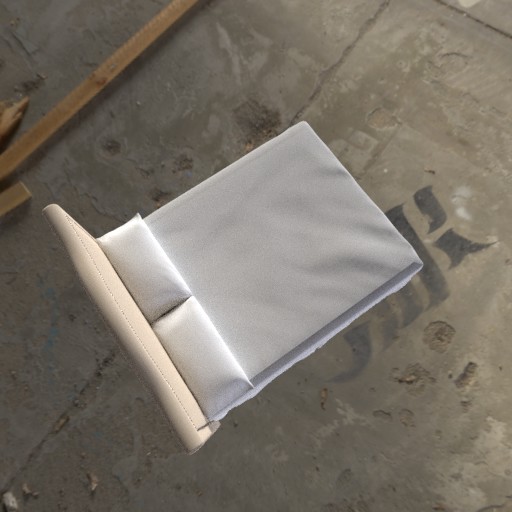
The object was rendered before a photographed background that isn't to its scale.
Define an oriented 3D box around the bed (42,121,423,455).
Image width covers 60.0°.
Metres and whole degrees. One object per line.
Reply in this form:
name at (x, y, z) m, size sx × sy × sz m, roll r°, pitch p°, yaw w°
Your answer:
bed at (0.000, 0.000, 3.375) m, size 2.143 × 1.460 × 1.753 m, roll -34°, pitch 76°, yaw -9°
